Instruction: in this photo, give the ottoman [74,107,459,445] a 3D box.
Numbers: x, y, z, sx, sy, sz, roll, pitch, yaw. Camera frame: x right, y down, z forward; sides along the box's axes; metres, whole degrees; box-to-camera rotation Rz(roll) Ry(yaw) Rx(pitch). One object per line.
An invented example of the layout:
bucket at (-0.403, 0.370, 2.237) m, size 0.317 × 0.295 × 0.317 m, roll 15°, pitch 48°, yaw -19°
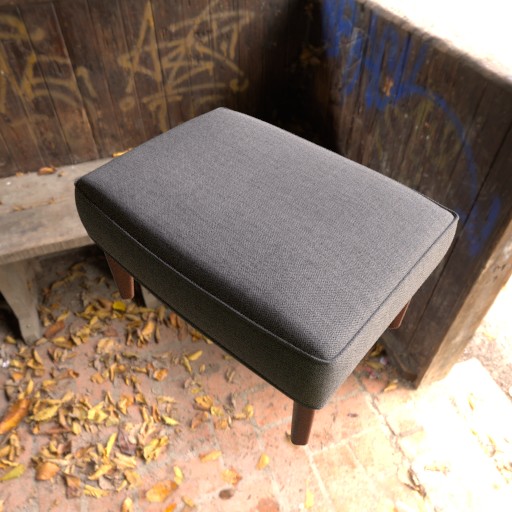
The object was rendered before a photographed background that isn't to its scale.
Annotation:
ottoman at (0.000, 0.000, 1.120) m, size 0.750 × 0.458 × 0.555 m, roll 32°, pitch 55°, yaw 27°
